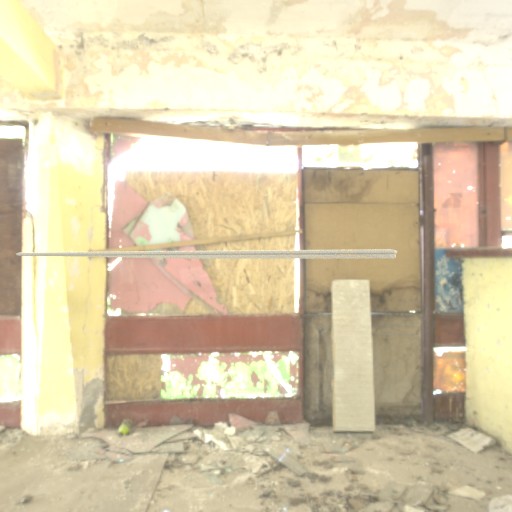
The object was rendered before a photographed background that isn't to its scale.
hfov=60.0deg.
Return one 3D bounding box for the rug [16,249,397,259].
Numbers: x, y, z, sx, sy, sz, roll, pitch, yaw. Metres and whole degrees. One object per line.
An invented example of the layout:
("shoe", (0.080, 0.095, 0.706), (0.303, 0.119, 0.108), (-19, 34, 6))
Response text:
("rug", (0.000, 0.000, 4.081), (2.462, 0.030, 3.066), (0, -1, 17))
